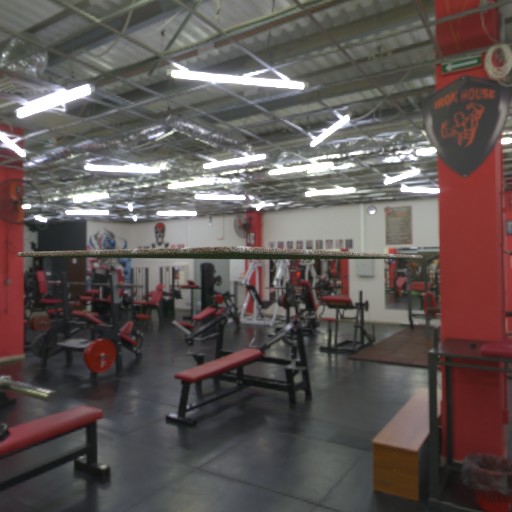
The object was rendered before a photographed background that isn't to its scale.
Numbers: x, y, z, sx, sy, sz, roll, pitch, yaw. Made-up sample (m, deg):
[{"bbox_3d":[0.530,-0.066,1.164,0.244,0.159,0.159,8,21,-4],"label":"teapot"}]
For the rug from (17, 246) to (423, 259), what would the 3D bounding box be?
[{"bbox_3d":[0.000,0.000,3.405,1.778,0.030,2.743,-1,-1,35],"label":"rug"}]
